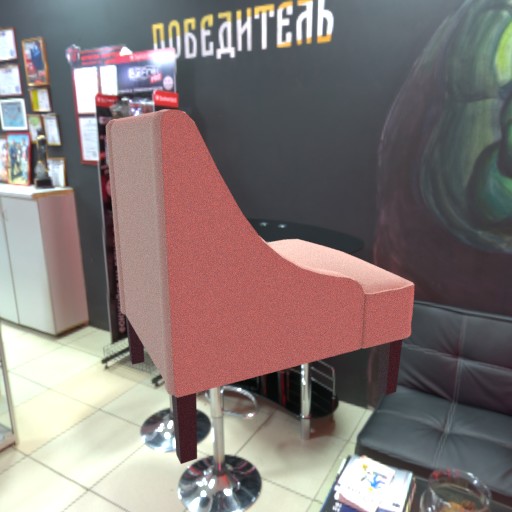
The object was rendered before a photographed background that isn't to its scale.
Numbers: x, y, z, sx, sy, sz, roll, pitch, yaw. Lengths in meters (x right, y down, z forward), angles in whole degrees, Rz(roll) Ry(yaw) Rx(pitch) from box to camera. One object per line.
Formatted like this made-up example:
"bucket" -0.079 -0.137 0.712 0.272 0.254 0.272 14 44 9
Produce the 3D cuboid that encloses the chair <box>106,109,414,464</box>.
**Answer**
"chair" 0.000 0.000 1.487 0.806 0.886 0.689 -8 17 -26
